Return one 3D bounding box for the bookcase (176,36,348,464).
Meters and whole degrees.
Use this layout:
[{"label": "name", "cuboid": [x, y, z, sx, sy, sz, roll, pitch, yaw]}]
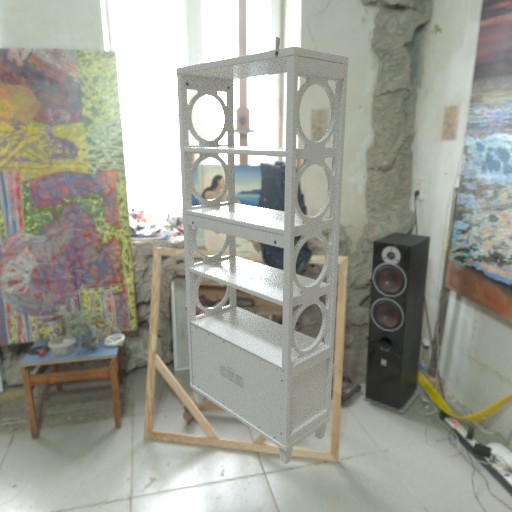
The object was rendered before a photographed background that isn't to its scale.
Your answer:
[{"label": "bookcase", "cuboid": [0.000, 0.000, 2.214, 0.361, 1.869, 0.761, -14, 21, -42]}]
